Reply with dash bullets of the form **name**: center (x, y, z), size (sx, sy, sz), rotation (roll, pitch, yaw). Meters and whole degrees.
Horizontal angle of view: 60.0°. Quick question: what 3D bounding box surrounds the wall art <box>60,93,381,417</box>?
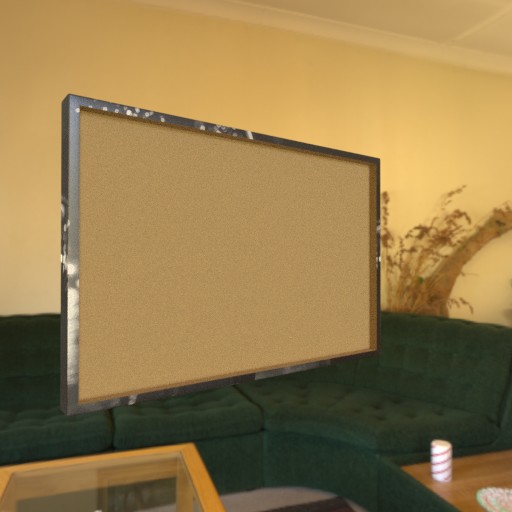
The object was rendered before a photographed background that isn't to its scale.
- **wall art**: center (0.000, 0.000, 0.747), size (0.609, 0.406, 0.037), rotation (0, -1, -36)
